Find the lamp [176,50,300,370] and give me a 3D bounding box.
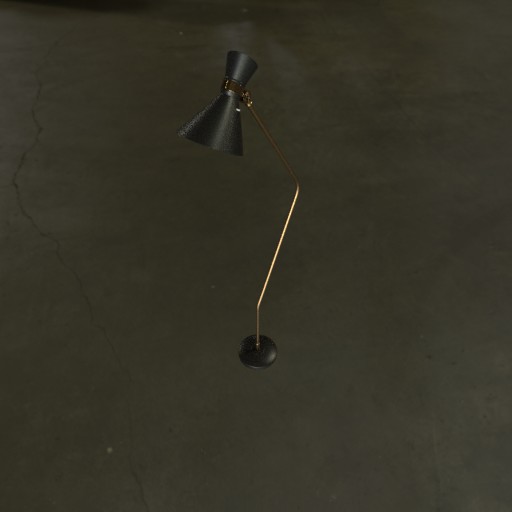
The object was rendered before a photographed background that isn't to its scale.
[{"bbox_3d":[0.000,0.000,1.598,0.467,1.438,0.277,-18,48,-17],"label":"lamp"}]
